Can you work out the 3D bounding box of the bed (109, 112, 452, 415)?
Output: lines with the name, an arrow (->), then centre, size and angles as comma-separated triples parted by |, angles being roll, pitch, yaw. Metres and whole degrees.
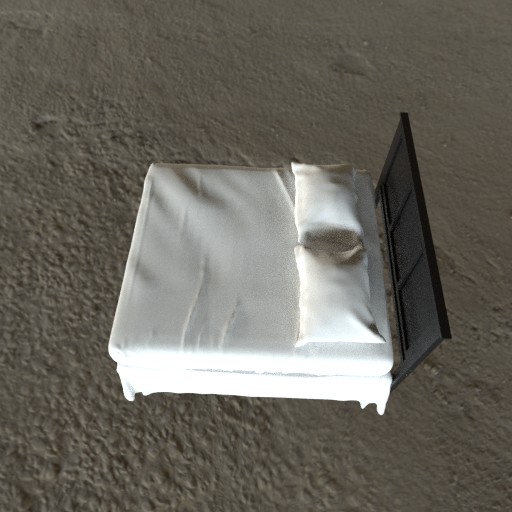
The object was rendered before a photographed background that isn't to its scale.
bed -> 0.000, 0.000, 3.199 | 2.050, 1.270, 1.870 | 2, 58, 1
